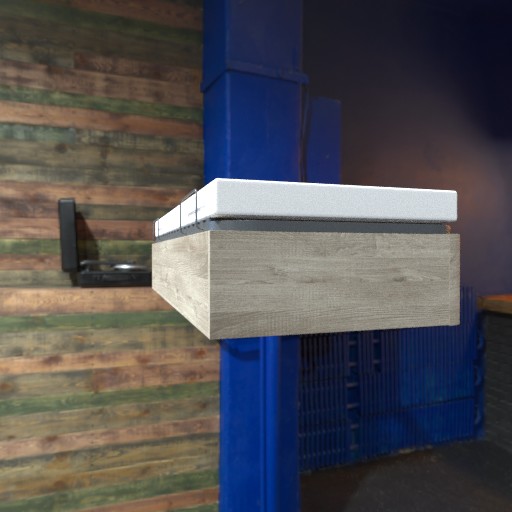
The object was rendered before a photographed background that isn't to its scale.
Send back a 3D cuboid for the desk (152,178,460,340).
[{"bbox_3d":[0.000,0.000,2.263,0.900,0.455,1.900,0,0,-18],"label":"desk"}]
